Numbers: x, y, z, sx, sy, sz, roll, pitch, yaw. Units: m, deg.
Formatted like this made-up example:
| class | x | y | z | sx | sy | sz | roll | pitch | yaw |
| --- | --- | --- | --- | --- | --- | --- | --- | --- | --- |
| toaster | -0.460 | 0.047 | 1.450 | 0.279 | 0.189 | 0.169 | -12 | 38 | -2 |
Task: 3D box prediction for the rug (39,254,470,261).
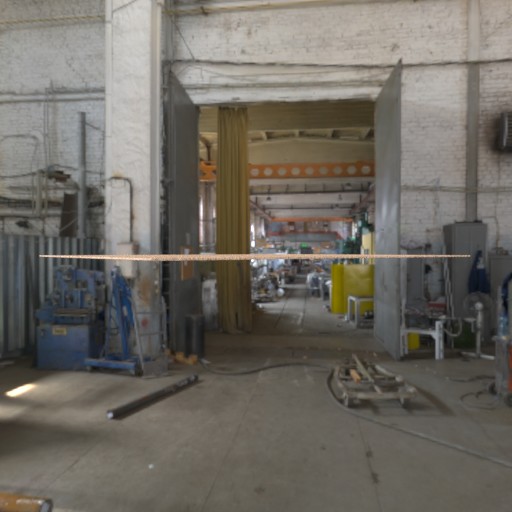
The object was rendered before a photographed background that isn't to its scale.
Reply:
| class | x | y | z | sx | sy | sz | roll | pitch | yaw |
| --- | --- | --- | --- | --- | --- | --- | --- | --- | --- |
| rug | 0.000 | 0.000 | 4.141 | 3.205 | 0.013 | 2.448 | 0 | 1 | -38 |
